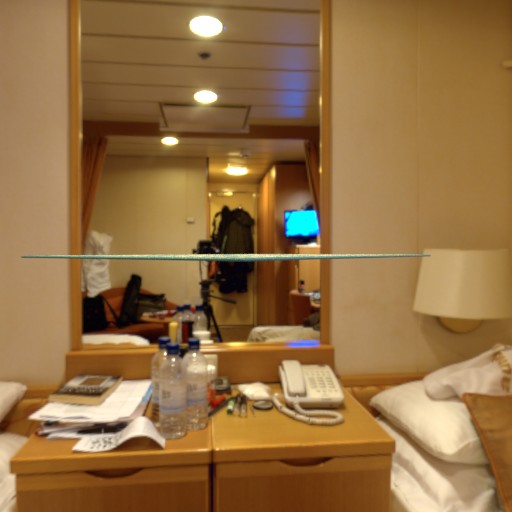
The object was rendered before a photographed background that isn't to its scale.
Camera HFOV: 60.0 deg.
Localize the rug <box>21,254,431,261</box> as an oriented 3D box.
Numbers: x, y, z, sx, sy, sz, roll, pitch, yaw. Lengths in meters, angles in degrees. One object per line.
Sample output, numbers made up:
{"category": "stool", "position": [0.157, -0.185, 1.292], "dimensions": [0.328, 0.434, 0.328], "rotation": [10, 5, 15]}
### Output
{"category": "rug", "position": [0.000, 0.000, 2.831], "dimensions": [1.554, 0.012, 2.205], "rotation": [0, 1, 37]}
